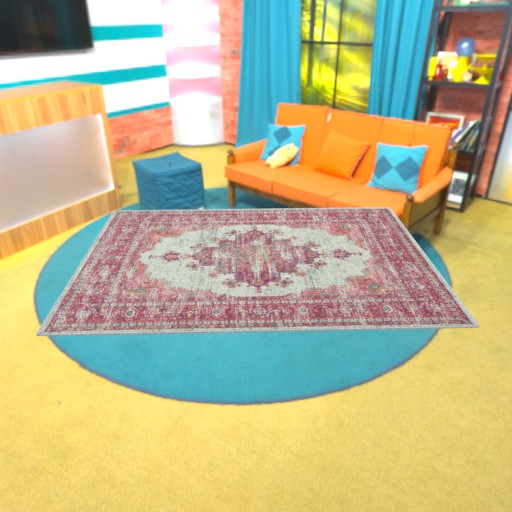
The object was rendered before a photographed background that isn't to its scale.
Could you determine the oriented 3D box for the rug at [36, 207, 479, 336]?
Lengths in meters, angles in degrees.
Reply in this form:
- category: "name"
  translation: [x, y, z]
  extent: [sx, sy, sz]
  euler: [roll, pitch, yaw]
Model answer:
- category: "rug"
  translation: [0.000, 0.000, 2.896]
  extent: [2.232, 0.011, 1.555]
  euler: [-1, 29, -2]
